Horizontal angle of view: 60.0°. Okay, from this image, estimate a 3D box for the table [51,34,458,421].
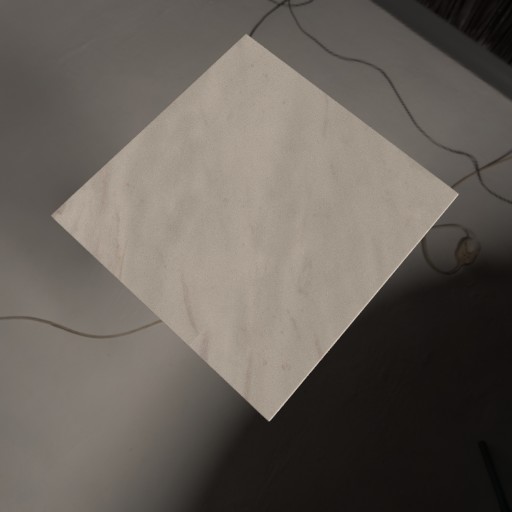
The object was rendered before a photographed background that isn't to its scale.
[{"bbox_3d":[0.000,0.000,0.889,0.455,0.559,0.455,41,79,10],"label":"table"}]
